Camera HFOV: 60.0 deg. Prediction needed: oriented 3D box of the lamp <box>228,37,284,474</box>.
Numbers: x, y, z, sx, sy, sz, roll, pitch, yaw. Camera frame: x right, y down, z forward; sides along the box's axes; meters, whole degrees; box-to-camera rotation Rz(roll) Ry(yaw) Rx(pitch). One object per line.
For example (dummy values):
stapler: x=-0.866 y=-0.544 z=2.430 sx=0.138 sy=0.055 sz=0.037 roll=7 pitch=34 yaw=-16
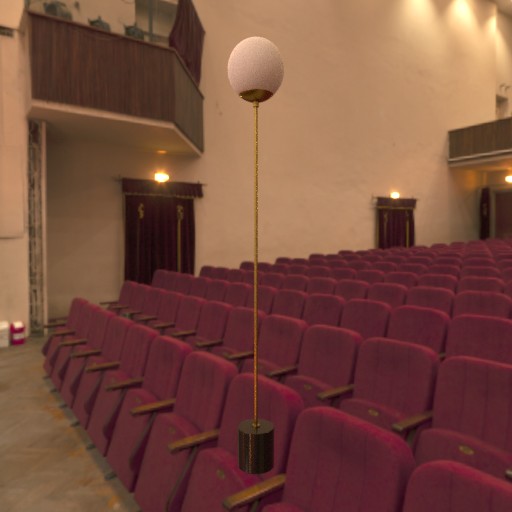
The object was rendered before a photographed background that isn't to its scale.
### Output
lamp: x=0.000 y=0.000 z=1.821 sx=0.229 sy=1.748 sz=0.229 roll=-1 pitch=3 yaw=-34
